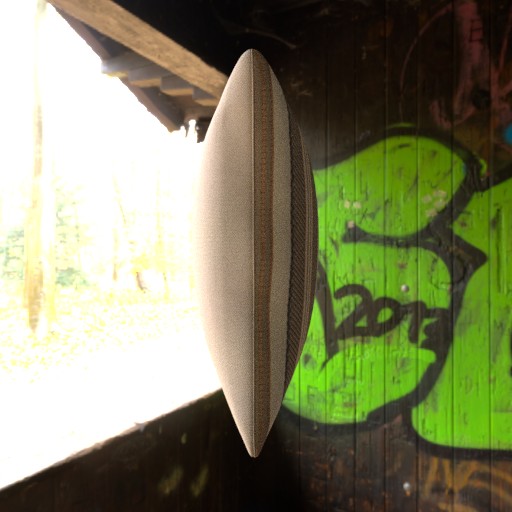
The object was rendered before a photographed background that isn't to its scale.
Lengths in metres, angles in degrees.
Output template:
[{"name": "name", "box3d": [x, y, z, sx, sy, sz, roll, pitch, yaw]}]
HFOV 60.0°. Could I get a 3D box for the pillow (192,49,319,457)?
[{"name": "pillow", "box3d": [0.000, 0.000, 0.633, 0.173, 0.401, 0.416, 0, -1, 1]}]
